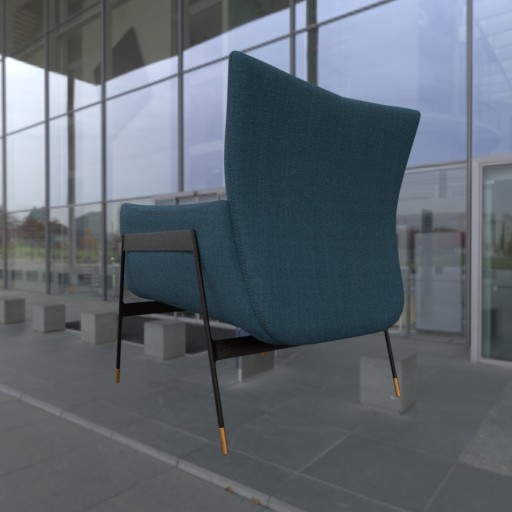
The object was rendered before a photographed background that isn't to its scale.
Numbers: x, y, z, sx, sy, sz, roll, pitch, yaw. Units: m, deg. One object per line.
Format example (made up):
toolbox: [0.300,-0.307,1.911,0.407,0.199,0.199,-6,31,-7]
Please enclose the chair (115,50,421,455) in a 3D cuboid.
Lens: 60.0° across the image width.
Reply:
chair: [0.000,0.000,1.395,0.678,0.859,0.769,-1,1,-37]
